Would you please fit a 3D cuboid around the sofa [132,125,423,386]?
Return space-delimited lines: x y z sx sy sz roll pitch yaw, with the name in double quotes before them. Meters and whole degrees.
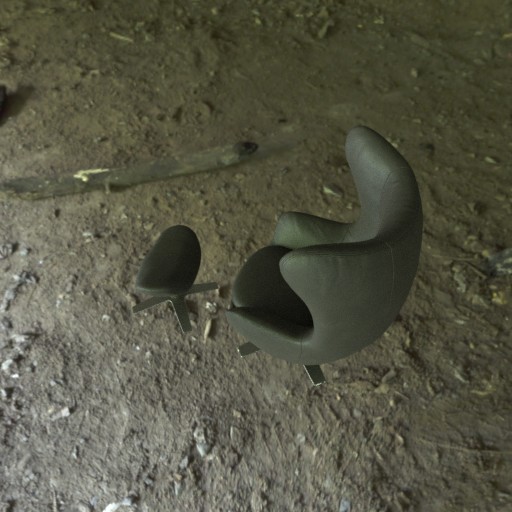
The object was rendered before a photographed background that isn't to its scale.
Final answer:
"sofa" 0.000 0.000 2.170 1.444 1.135 0.894 17 49 16
